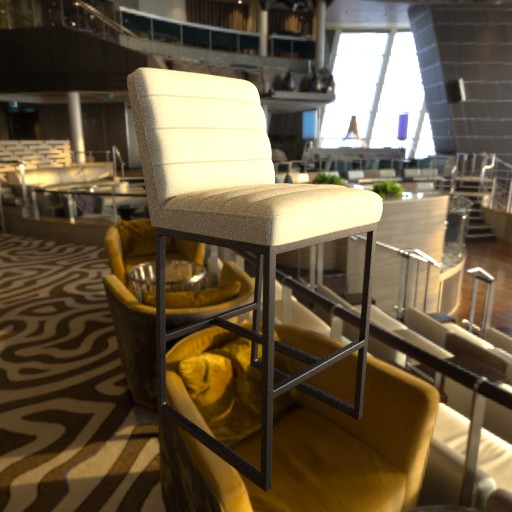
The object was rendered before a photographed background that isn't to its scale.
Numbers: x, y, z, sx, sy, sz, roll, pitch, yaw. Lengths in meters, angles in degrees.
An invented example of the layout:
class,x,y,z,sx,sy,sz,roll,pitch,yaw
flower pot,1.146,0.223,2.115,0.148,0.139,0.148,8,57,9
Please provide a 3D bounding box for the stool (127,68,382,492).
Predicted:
class,x,y,z,sx,sy,sz,roll,pitch,yaw
stool,0.000,0.000,1.296,0.460,1.040,0.560,-14,20,-43
